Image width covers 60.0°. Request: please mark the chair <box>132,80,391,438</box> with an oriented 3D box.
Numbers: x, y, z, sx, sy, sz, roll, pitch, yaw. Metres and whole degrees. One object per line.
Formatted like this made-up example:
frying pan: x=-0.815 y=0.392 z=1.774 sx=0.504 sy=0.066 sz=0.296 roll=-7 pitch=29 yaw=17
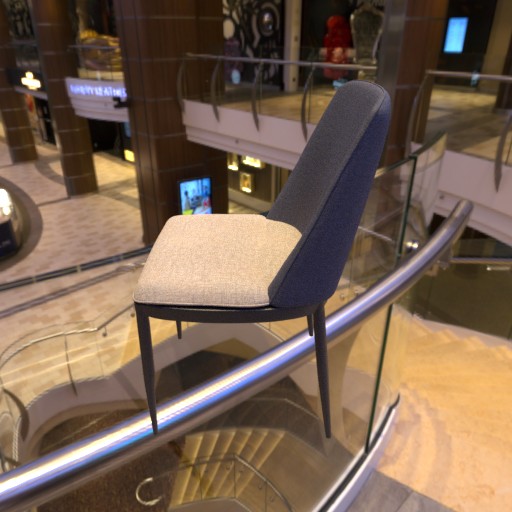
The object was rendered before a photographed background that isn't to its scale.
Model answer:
chair: x=0.000 y=0.000 z=1.150 sx=0.551 sy=0.839 sz=0.480 roll=0 pitch=27 yaw=0
